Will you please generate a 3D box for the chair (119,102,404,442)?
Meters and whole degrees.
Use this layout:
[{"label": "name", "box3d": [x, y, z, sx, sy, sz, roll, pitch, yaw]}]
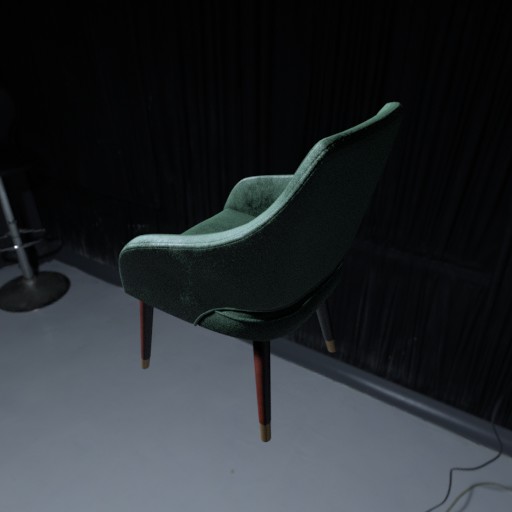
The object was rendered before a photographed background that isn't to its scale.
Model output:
[{"label": "chair", "box3d": [0.000, 0.000, 1.571, 0.794, 1.081, 0.683, 20, 37, 28]}]
